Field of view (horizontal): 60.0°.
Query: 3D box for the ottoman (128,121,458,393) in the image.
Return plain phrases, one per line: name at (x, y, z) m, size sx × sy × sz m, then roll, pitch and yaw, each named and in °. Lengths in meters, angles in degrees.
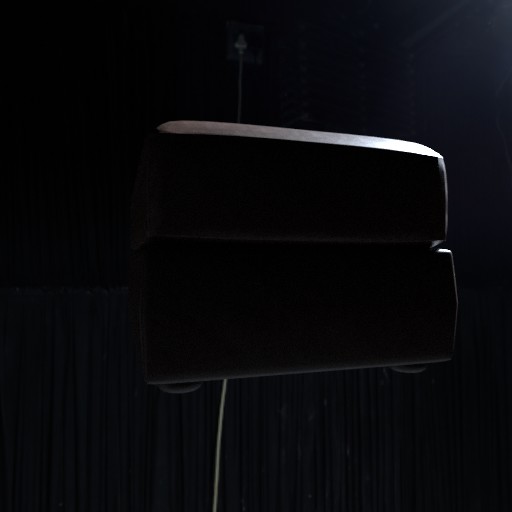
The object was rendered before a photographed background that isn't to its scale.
ottoman at (0.000, 0.000, 1.112) m, size 0.603 × 0.476 × 0.751 m, roll 0°, pitch -1°, yaw -17°
